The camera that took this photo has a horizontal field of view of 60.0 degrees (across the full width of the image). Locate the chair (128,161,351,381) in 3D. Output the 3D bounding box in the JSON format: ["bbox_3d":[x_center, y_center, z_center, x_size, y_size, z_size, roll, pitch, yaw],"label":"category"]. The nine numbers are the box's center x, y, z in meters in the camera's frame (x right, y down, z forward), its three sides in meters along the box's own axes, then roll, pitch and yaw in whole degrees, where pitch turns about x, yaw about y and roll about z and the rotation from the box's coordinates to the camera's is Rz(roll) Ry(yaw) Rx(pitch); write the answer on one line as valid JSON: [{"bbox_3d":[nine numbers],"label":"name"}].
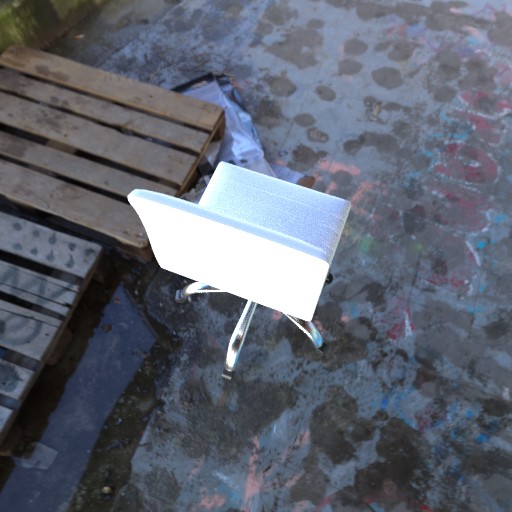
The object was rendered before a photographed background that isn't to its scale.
[{"bbox_3d":[0.000,0.000,1.191,0.556,0.780,0.530,19,64,10],"label":"chair"}]
